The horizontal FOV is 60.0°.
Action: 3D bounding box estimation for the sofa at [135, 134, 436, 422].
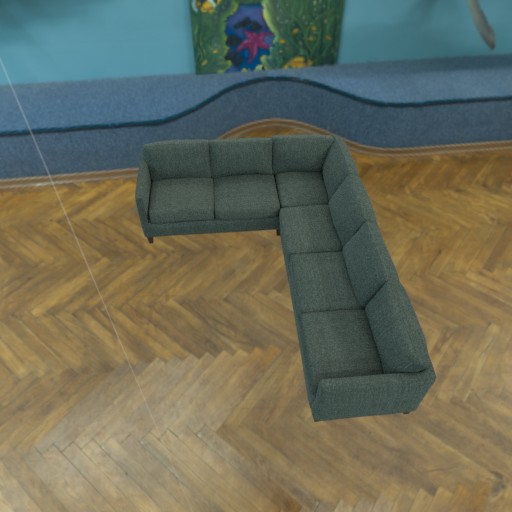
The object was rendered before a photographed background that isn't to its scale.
[{"bbox_3d":[0.000,0.000,4.600,2.593,0.947,3.302,-4,48,-3],"label":"sofa"}]
